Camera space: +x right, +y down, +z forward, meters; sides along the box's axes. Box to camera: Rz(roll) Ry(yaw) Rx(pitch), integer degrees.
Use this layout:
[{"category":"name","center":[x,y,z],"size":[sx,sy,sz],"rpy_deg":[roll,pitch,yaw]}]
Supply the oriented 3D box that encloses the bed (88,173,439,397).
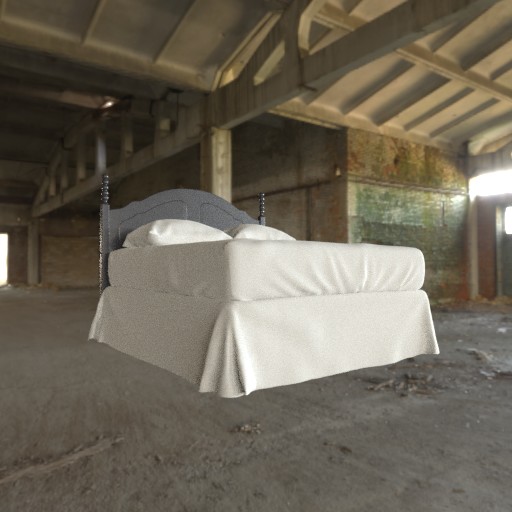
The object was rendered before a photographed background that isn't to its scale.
[{"category":"bed","center":[0.000,0.000,3.285],"size":[1.873,1.356,2.040],"rpy_deg":[1,-1,-36]}]
